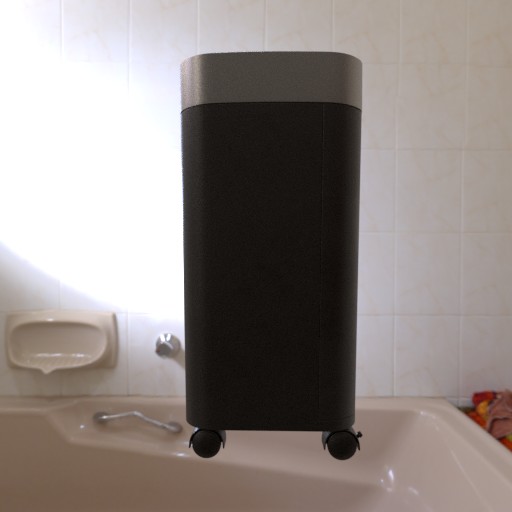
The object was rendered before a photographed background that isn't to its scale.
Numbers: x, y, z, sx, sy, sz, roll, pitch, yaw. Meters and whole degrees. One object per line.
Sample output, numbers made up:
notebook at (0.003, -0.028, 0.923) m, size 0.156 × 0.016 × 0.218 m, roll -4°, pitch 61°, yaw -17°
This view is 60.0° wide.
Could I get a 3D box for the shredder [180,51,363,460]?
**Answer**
shredder at (0.000, 0.000, 0.601) m, size 0.237 × 0.419 × 0.311 m, roll 0°, pitch 2°, yaw 2°
